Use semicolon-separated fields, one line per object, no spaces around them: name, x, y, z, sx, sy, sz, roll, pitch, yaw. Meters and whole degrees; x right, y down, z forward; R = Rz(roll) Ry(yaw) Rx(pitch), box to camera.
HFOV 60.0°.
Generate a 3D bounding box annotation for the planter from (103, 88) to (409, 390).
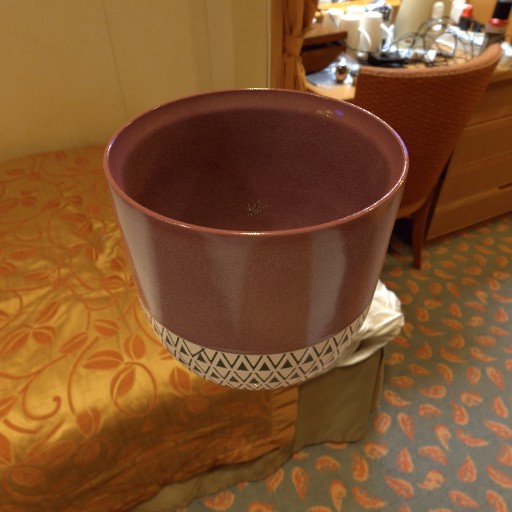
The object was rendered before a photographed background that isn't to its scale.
planter;0.000;0.000;0.485;0.266;0.270;0.266;0;41;0
